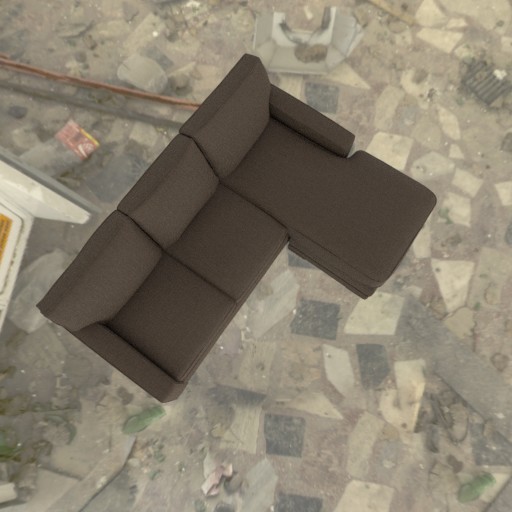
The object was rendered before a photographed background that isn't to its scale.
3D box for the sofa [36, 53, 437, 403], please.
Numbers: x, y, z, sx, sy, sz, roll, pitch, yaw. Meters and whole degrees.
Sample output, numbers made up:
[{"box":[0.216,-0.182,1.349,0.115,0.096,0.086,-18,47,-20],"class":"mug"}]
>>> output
[{"box":[0.000,0.000,3.226,1.790,0.973,2.370,34,78,9],"class":"sofa"}]
